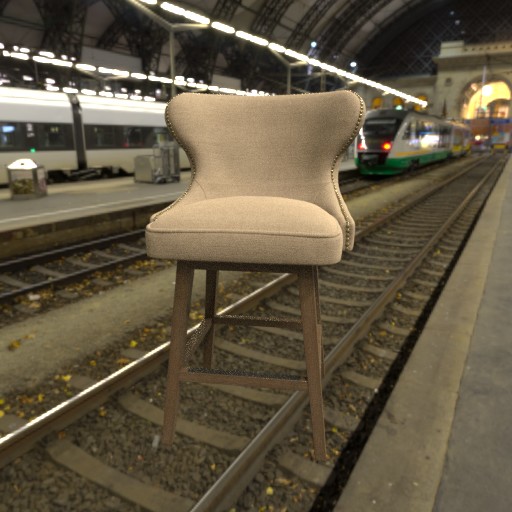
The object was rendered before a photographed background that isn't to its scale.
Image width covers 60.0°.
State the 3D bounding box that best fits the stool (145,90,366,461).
[{"bbox_3d":[0.000,0.000,1.333,0.615,0.972,0.597,2,15,8],"label":"stool"}]
